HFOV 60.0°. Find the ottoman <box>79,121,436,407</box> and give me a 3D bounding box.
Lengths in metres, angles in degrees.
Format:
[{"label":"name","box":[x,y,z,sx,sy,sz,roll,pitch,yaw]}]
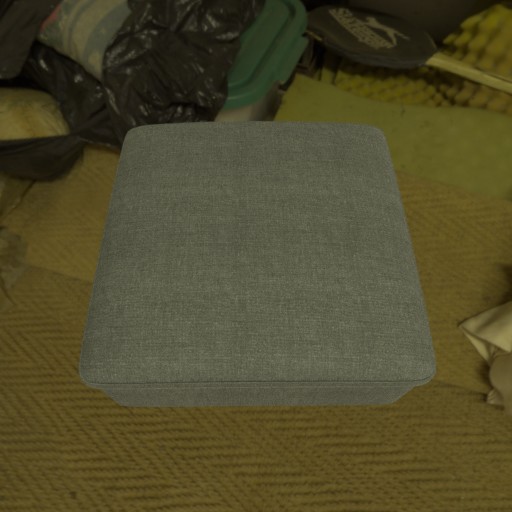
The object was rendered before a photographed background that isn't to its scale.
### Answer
[{"label":"ottoman","box":[0.000,0.000,1.688,1.067,0.559,1.067,0,59,0]}]
